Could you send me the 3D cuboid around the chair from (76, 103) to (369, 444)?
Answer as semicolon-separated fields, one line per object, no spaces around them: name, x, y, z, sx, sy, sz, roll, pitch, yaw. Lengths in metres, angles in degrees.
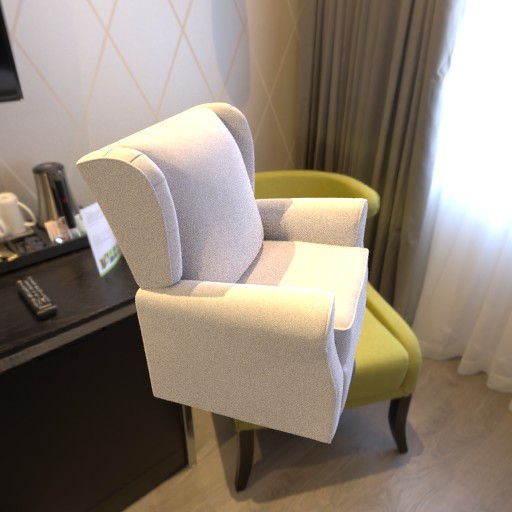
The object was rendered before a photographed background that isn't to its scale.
chair;0.000;0.000;1.697;0.854;0.967;0.906;10;31;16
